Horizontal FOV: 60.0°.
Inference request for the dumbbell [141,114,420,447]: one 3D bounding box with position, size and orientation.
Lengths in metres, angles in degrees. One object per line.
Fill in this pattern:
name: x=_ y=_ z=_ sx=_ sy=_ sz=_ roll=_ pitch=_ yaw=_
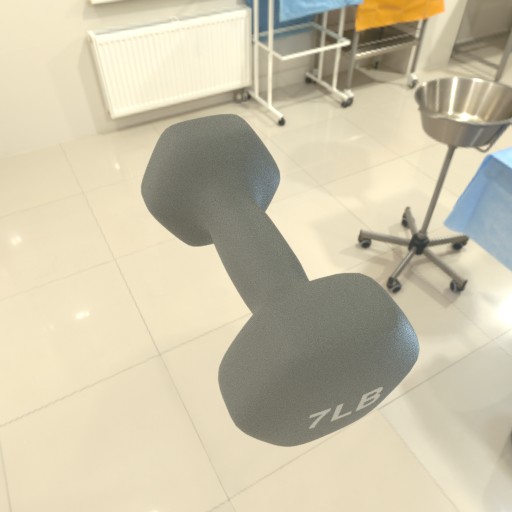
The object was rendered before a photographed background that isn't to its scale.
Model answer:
dumbbell: x=0.000 y=0.000 z=0.235 sx=0.090 sy=0.081 sz=0.184 roll=-16 pitch=48 yaw=-16
